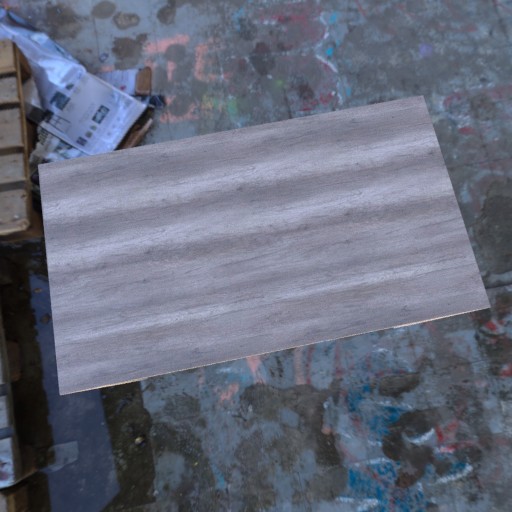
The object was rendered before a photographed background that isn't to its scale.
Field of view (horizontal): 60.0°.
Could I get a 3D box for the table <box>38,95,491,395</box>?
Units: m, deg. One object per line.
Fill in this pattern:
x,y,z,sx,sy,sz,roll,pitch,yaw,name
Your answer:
0.000,0.000,2.088,1.600,0.775,0.900,-11,77,-3,table
